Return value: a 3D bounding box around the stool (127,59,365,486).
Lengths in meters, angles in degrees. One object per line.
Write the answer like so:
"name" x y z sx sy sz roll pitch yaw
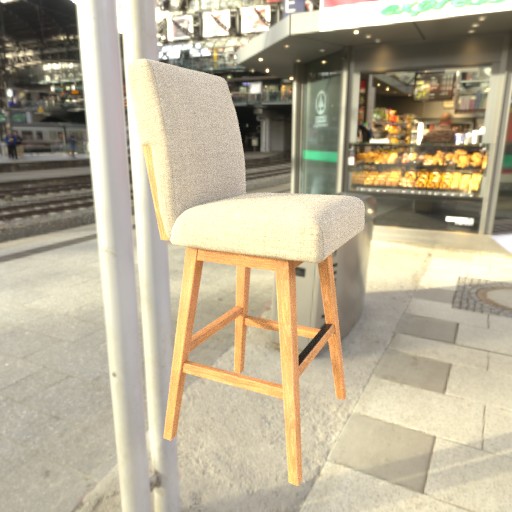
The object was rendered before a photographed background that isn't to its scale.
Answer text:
"stool" 0.000 0.000 1.360 0.569 1.106 0.483 7 16 25
